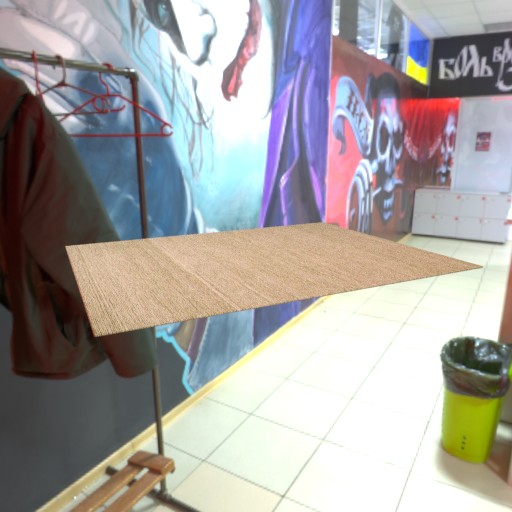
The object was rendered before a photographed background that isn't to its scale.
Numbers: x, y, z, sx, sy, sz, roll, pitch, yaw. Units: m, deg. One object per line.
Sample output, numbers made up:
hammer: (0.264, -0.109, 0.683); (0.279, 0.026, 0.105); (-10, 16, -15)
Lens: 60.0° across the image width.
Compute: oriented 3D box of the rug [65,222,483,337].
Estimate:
rug: (0.000, 0.000, 4.204); (3.198, 0.016, 2.425); (-7, 16, -25)
